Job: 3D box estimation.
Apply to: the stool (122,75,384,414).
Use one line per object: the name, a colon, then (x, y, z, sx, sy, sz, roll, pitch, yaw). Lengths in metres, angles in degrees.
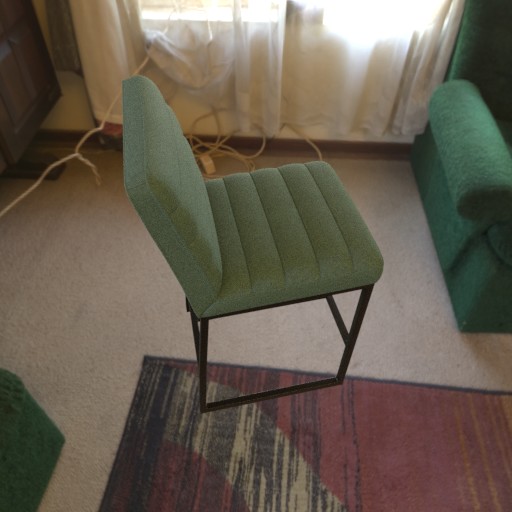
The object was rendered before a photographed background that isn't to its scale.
stool: (0.000, 0.000, 1.282, 0.560, 0.940, 0.460, -9, 47, -8)
